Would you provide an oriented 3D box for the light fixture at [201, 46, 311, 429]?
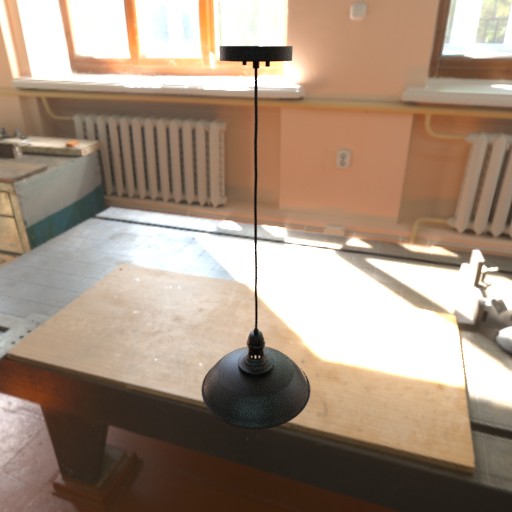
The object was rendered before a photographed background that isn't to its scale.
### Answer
[{"bbox_3d":[0.000,0.000,1.161,0.331,0.993,0.331,-18,31,-32],"label":"light fixture"}]
